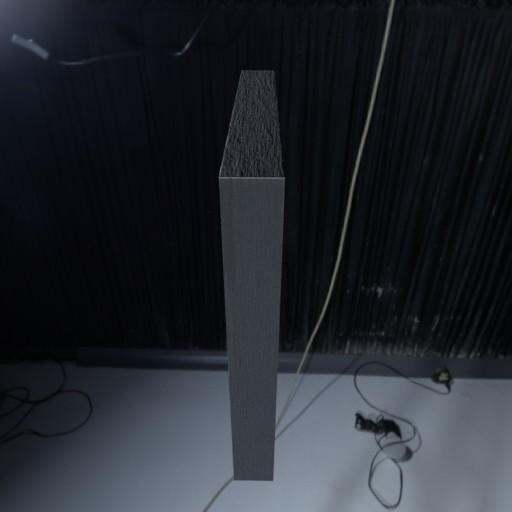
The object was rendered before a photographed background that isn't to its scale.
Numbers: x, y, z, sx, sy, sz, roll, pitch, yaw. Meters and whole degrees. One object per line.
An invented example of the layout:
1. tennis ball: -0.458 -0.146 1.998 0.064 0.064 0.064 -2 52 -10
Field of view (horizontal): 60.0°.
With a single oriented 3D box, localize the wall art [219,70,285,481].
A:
1. wall art: 0.000 0.000 0.460 0.037 0.305 0.305 0 33 1
